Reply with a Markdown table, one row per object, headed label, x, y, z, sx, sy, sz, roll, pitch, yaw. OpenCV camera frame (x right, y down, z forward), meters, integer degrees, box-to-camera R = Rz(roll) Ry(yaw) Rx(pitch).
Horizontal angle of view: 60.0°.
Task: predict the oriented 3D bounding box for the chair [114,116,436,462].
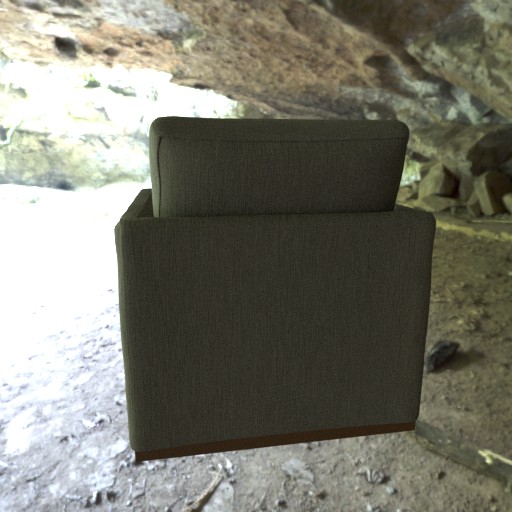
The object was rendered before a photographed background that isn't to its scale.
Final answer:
| label | x | y | z | sx | sy | sz | roll | pitch | yaw |
| --- | --- | --- | --- | --- | --- | --- | --- | --- | --- |
| chair | 0.000 | 0.000 | 1.421 | 0.763 | 0.811 | 0.834 | -2 | 14 | -10 |
